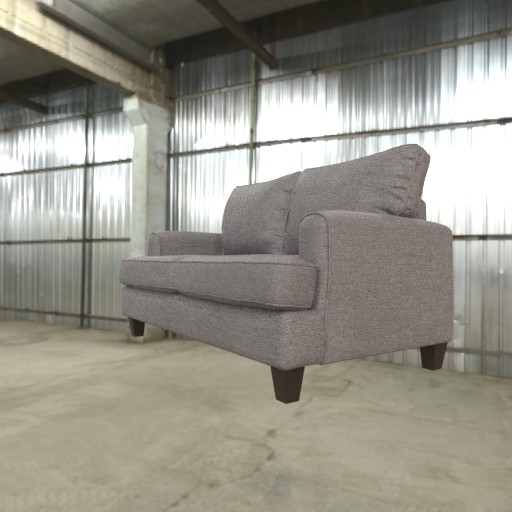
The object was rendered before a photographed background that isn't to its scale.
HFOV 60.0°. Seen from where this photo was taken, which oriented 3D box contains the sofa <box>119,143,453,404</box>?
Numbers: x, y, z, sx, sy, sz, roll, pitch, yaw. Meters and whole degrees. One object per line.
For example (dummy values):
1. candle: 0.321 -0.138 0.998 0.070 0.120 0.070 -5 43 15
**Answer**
1. sofa: 0.000 0.000 2.287 0.965 0.965 1.651 0 0 -34
